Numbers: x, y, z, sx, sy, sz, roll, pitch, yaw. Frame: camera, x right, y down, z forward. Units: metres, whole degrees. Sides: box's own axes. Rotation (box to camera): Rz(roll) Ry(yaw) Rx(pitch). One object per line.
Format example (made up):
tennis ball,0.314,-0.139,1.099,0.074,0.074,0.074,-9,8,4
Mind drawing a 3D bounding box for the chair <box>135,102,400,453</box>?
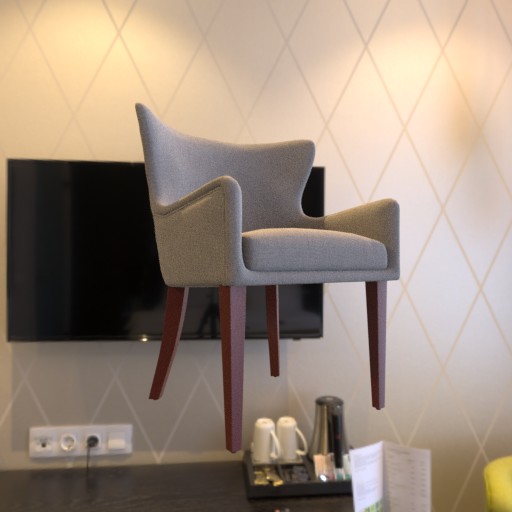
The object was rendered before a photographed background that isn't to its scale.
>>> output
chair,0.000,0.000,1.453,0.732,0.948,0.677,1,-1,-36
